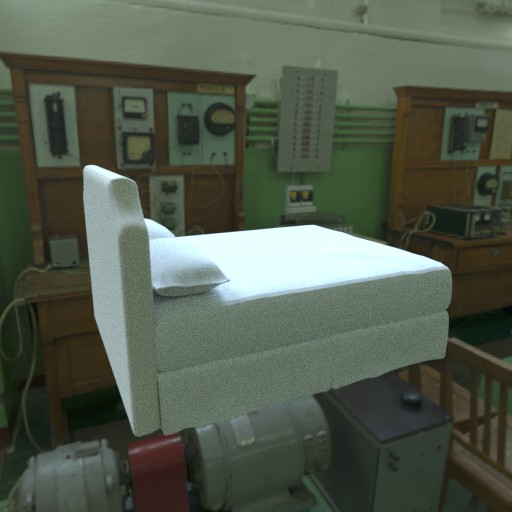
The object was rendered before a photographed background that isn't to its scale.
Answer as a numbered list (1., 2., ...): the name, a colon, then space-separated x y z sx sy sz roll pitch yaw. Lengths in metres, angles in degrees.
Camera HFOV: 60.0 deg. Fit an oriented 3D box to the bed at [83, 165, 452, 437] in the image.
1. bed: 0.000 0.000 3.826 2.548 1.524 2.134 -7 16 -25
